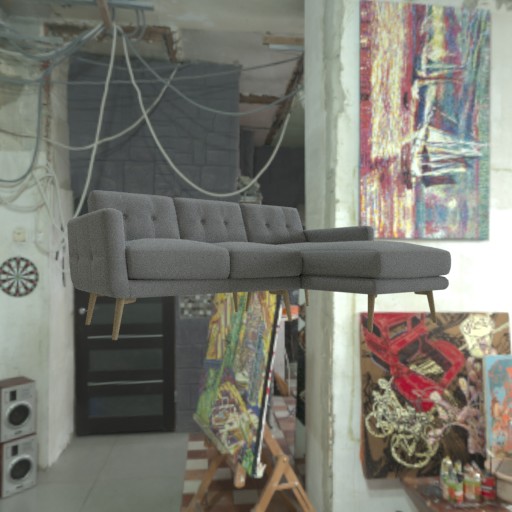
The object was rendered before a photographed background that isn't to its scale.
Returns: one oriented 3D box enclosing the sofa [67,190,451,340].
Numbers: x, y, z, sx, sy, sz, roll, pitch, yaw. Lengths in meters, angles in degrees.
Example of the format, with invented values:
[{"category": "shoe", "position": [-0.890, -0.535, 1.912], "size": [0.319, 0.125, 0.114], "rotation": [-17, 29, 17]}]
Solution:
[{"category": "sofa", "position": [0.000, 0.000, 2.865], "size": [2.040, 0.860, 1.530], "rotation": [0, 0, -36]}]
